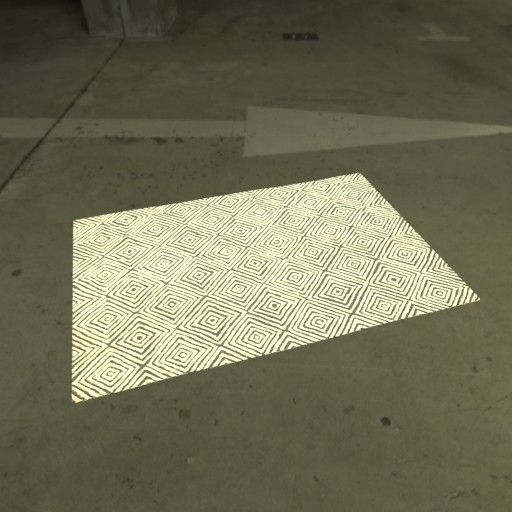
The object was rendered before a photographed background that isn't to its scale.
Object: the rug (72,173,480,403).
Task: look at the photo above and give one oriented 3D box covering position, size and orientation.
[{"bbox_3d":[0.000,0.000,2.219,1.750,0.004,1.177,-11,42,-13],"label":"rug"}]
